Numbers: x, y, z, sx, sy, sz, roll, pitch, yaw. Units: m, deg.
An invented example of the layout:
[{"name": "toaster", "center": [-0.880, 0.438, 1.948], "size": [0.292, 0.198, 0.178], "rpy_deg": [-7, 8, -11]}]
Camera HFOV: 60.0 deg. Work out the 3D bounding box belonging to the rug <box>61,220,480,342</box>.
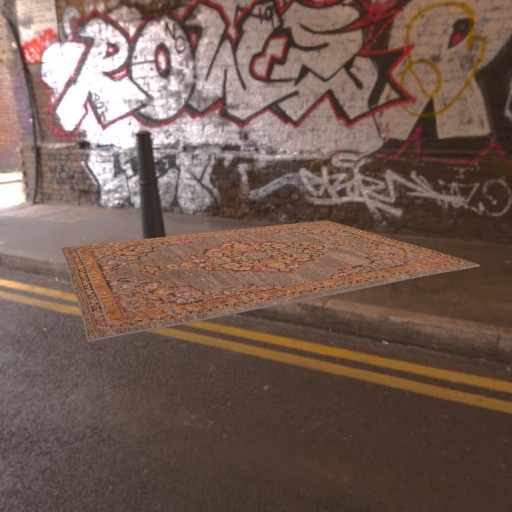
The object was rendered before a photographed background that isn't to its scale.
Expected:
[{"name": "rug", "center": [0.000, 0.000, 3.708], "size": [2.901, 0.026, 2.043], "rpy_deg": [-8, 17, -26]}]
